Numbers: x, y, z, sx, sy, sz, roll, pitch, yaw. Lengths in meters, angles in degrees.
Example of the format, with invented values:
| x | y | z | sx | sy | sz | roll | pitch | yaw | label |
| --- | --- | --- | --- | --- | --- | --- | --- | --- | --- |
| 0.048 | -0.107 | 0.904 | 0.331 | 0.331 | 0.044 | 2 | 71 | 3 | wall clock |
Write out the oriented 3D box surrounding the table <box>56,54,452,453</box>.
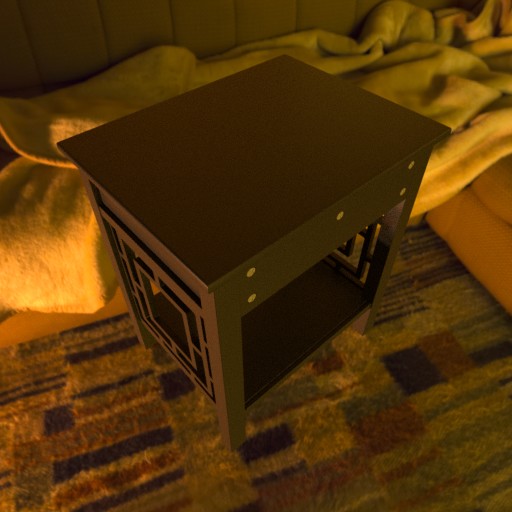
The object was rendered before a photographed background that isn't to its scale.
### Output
| x | y | z | sx | sy | sz | roll | pitch | yaw | label |
| --- | --- | --- | --- | --- | --- | --- | --- | --- | --- |
| 0.000 | 0.000 | 1.034 | 0.564 | 0.646 | 0.451 | -33 | 55 | -27 | table |
